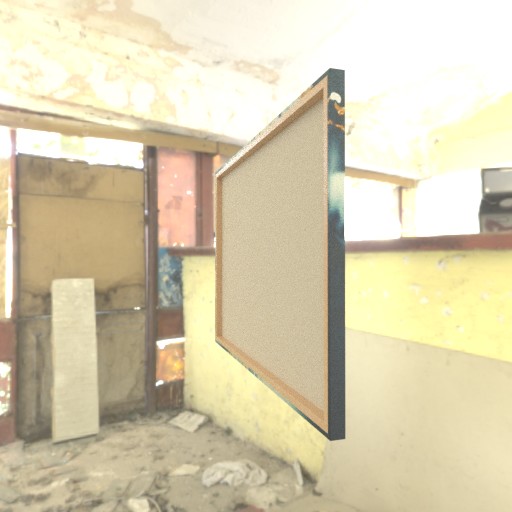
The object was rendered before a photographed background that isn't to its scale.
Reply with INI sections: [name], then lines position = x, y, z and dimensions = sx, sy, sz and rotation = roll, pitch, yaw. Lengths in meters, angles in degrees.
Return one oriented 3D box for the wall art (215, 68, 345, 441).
[wall art]
position = 0.000, 0.000, 1.450
dimensions = 0.035, 0.759, 1.138
rotation = 0, 0, -17
